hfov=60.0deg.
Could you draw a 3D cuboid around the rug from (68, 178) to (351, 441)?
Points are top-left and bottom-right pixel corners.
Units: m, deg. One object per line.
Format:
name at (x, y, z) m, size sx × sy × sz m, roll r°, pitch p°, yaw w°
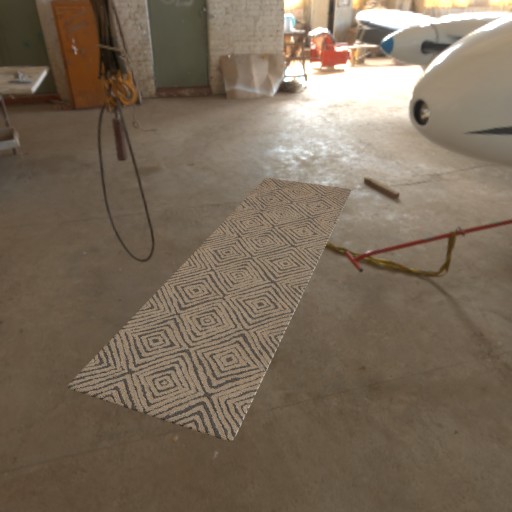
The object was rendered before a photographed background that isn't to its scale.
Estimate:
rug at (0.000, 0.000, 2.476) m, size 0.676 × 0.008 × 2.277 m, roll 11°, pitch 33°, yaw 17°
